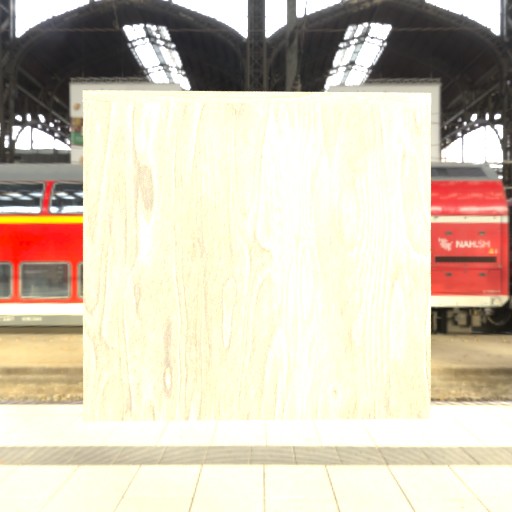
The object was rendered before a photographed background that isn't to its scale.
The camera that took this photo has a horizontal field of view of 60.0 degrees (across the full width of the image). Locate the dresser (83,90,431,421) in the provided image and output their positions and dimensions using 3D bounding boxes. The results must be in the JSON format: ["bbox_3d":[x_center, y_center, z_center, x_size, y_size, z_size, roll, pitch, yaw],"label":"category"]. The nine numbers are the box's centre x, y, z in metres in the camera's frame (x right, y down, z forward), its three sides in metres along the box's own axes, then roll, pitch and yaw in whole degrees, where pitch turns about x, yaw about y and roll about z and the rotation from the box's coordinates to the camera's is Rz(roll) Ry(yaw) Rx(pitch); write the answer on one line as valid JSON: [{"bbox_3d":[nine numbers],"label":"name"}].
[{"bbox_3d":[0.000,0.000,1.293,0.809,0.762,0.529,0,0,-1],"label":"dresser"}]
